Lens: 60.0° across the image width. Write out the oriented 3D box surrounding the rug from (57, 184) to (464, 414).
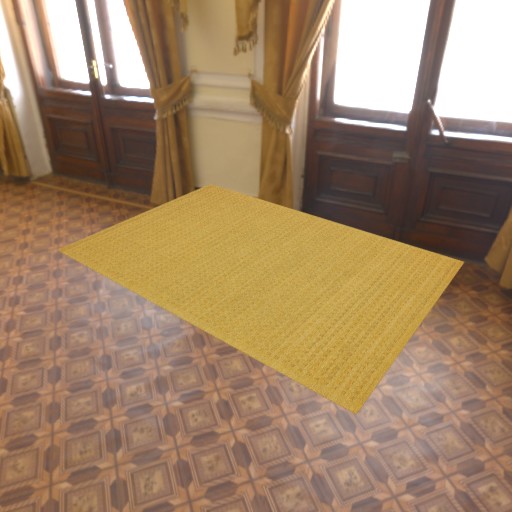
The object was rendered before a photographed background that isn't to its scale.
[{"bbox_3d":[0.000,0.000,3.815,2.895,0.006,1.981,22,37,32],"label":"rug"}]
